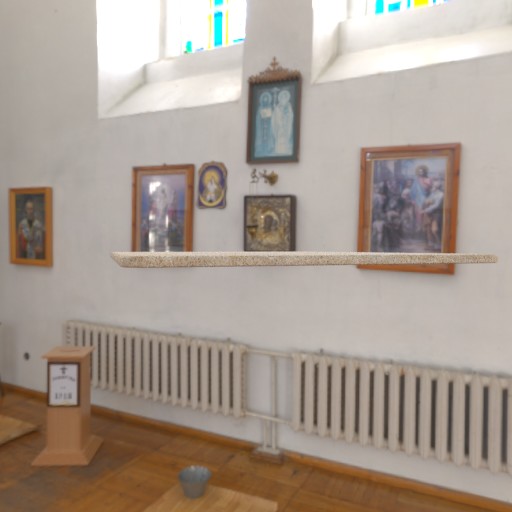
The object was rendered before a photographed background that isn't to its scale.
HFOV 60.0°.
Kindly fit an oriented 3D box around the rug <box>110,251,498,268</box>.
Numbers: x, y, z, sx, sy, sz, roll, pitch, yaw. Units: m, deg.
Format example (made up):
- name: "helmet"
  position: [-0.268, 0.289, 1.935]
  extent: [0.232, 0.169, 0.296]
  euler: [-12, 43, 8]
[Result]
- name: "rug"
  position: [0.000, 0.000, 3.274]
  extent: [2.009, 0.048, 2.528]
  euler: [0, 1, -19]
